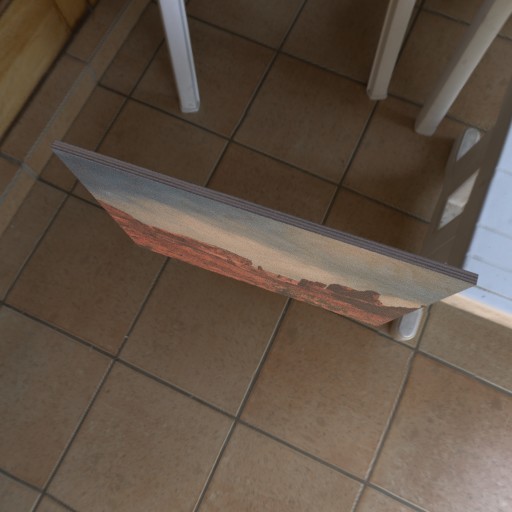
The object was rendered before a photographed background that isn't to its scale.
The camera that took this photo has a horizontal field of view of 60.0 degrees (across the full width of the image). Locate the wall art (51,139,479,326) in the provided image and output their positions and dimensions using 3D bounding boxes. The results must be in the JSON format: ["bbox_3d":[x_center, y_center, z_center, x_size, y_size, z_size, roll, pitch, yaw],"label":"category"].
[{"bbox_3d":[0.000,0.000,0.698,0.508,0.406,0.013,18,76,5],"label":"wall art"}]
